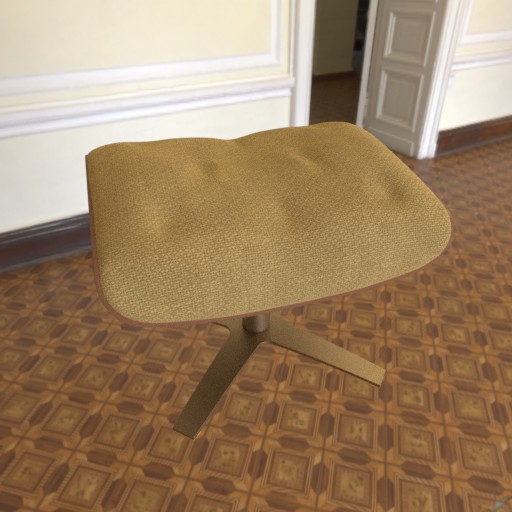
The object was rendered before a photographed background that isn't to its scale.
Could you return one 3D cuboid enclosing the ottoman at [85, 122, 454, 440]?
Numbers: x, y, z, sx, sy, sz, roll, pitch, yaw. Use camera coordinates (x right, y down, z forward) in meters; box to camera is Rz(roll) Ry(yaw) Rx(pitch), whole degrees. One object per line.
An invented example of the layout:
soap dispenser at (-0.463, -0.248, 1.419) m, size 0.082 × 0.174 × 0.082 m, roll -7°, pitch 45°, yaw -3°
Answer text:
ottoman at (0.000, 0.000, 0.800) m, size 0.520 × 0.391 × 0.394 m, roll -10°, pitch 34°, yaw -15°
